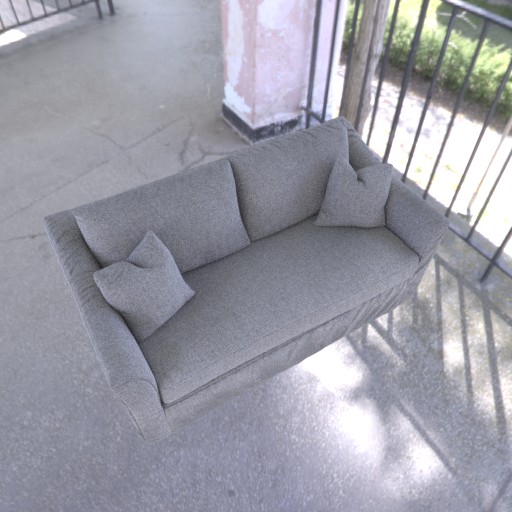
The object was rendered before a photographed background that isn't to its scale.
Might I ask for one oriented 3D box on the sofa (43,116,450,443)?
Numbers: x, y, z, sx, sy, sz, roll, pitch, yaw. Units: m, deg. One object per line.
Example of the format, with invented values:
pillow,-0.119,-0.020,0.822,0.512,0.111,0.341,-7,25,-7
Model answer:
sofa,0.000,0.000,2.616,2.010,1.018,1.072,-24,52,-20
